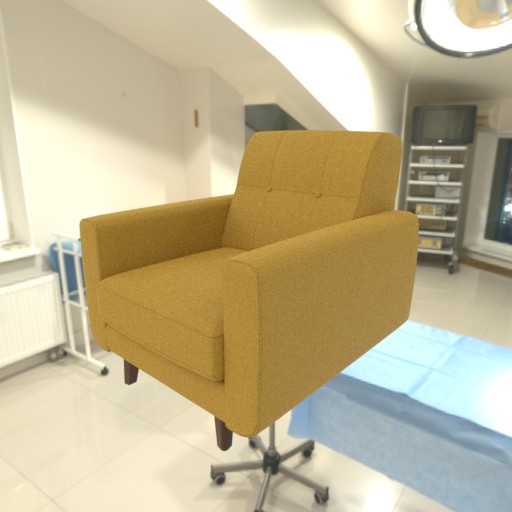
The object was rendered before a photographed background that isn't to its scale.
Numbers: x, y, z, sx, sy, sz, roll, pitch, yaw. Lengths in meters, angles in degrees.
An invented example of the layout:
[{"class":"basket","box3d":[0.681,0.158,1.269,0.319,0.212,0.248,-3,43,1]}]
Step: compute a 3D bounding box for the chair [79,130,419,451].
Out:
[{"class":"chair","box3d":[0.000,0.000,1.537,0.831,0.841,0.909,14,21,41]}]
